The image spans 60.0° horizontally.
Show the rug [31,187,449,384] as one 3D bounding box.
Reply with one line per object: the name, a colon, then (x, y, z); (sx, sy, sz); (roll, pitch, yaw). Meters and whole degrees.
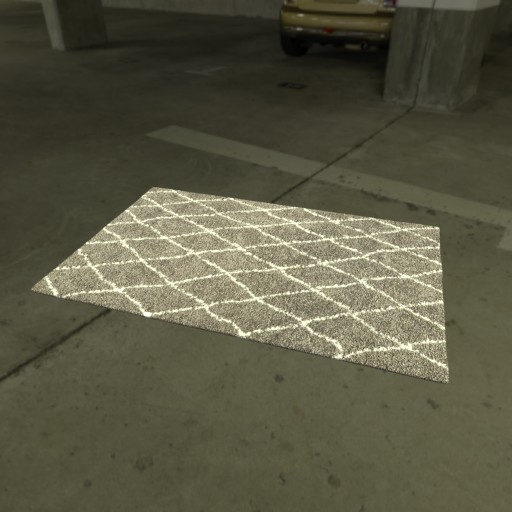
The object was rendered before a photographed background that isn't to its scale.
rug: (0.000, 0.000, 3.445); (2.743, 0.030, 1.778); (10, 35, 14)
